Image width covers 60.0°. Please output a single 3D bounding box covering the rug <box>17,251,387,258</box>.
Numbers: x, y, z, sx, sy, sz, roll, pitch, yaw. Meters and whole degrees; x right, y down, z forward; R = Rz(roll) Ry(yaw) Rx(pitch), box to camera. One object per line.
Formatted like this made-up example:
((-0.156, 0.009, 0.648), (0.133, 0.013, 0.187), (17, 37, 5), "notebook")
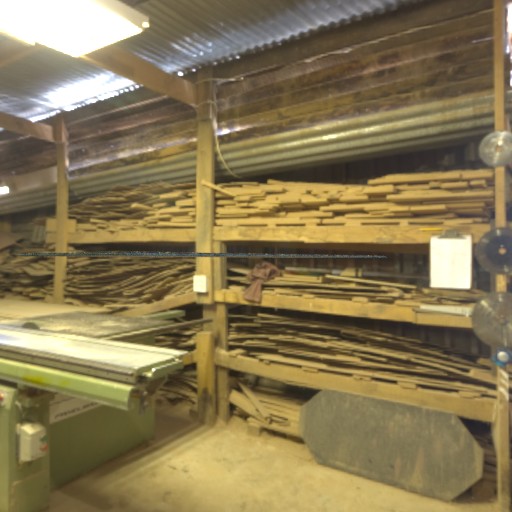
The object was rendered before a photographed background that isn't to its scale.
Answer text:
((0.000, 0.000, 2.488), (0.685, 0.014, 2.292), (0, -1, 36), "rug")
